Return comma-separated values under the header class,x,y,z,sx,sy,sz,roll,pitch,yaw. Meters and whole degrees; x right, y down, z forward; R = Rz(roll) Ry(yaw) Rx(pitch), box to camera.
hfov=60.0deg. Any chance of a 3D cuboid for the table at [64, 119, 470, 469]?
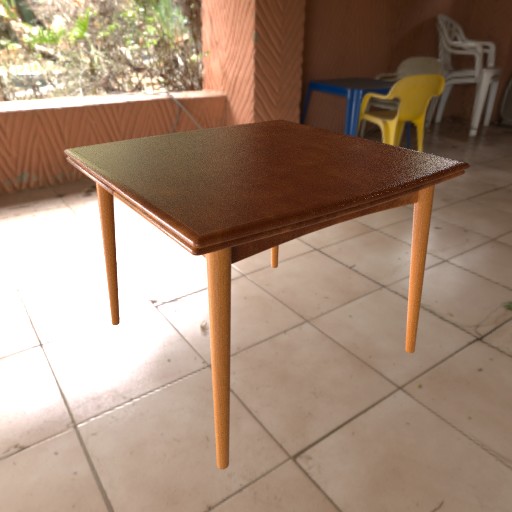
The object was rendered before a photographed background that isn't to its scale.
class,x,y,z,sx,sy,sz,roll,pitch,yaw
table,0.000,0.000,1.647,0.991,0.754,0.991,-18,32,-32
